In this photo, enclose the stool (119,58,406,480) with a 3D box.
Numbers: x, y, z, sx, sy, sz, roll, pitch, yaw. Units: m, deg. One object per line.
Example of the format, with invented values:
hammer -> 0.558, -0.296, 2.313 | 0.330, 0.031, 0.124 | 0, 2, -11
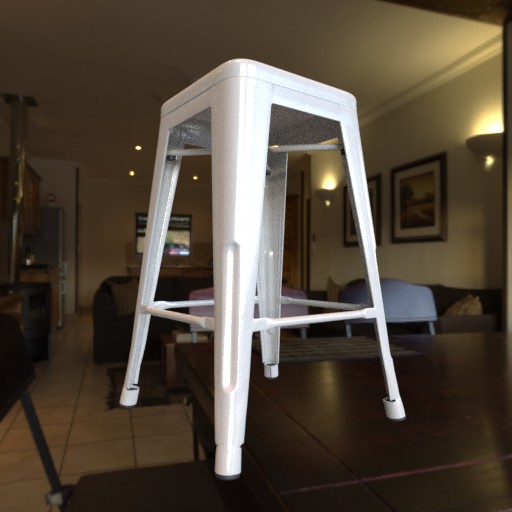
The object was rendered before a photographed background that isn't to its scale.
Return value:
stool -> 0.000, 0.000, 0.867 | 0.406, 0.610, 0.406 | 1, -1, -37
